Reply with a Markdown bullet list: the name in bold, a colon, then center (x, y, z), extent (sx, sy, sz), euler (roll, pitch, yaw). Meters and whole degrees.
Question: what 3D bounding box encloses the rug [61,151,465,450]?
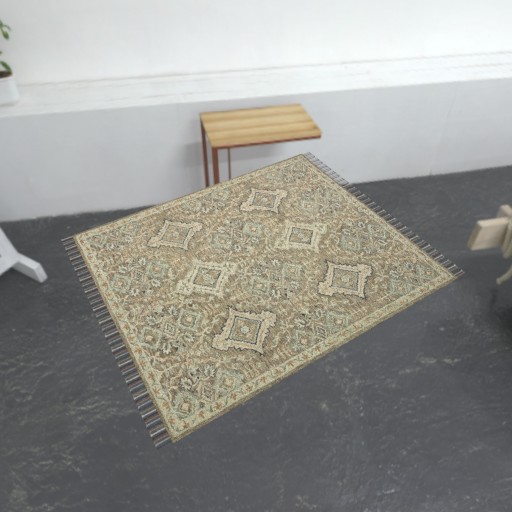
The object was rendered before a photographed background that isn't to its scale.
- **rug**: center (0.000, 0.000, 4.253), extent (3.056, 0.010, 2.437), euler (-24, 50, -22)
